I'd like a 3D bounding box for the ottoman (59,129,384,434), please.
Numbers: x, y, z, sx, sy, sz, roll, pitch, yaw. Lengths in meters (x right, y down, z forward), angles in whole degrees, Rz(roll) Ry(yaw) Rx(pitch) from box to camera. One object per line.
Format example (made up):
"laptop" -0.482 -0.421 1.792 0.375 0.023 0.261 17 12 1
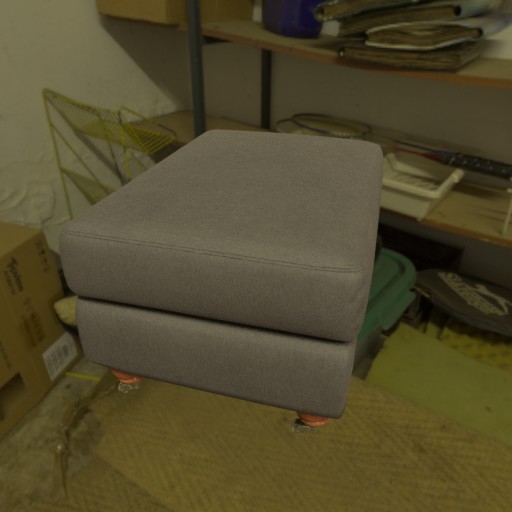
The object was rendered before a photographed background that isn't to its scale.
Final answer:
"ottoman" 0.000 0.000 1.136 0.574 0.497 0.773 8 31 14
